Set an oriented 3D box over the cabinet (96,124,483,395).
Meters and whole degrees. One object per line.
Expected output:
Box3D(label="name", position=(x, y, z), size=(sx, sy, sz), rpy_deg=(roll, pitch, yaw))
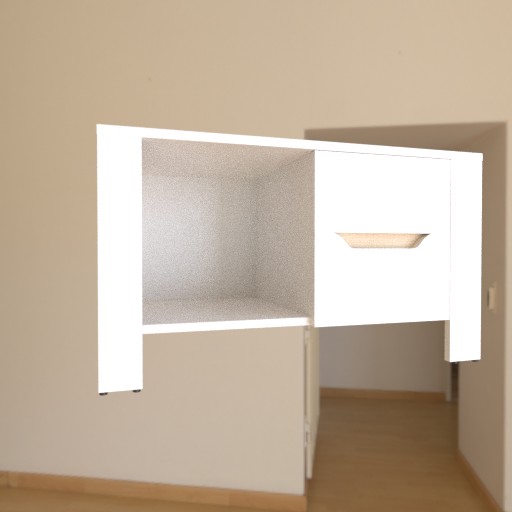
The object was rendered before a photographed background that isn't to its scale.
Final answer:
Box3D(label="cabinet", position=(0.000, 0.000, 1.245), size=(0.800, 0.460, 0.800), rpy_deg=(0, 1, -17))
